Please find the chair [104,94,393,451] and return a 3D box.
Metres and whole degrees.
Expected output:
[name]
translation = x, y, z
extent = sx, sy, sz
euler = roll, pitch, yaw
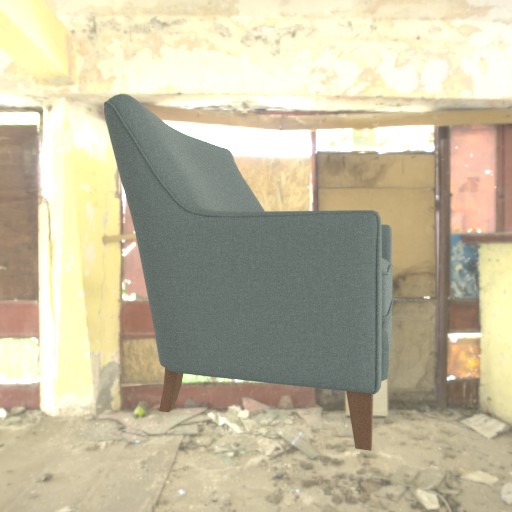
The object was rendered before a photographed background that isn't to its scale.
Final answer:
[chair]
translation = 0.000, 0.000, 1.491
extent = 0.879, 0.916, 0.756
euler = 0, 1, 19
